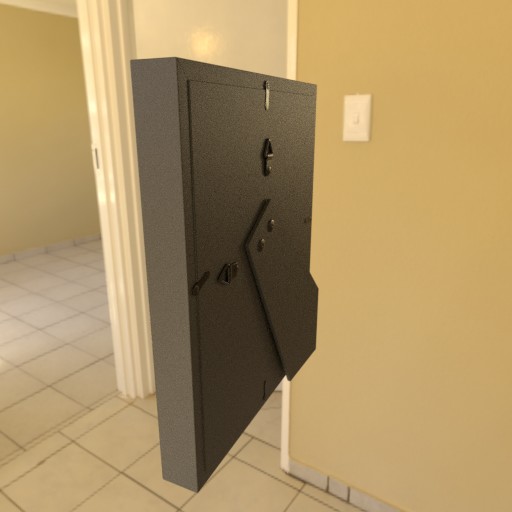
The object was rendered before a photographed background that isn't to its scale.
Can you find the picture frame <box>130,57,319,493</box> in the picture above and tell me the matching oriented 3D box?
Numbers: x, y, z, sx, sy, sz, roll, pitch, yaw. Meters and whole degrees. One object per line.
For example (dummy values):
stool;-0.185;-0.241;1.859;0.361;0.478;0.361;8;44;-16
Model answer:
picture frame;0.000;0.000;0.375;0.042;0.284;0.232;8;19;24
